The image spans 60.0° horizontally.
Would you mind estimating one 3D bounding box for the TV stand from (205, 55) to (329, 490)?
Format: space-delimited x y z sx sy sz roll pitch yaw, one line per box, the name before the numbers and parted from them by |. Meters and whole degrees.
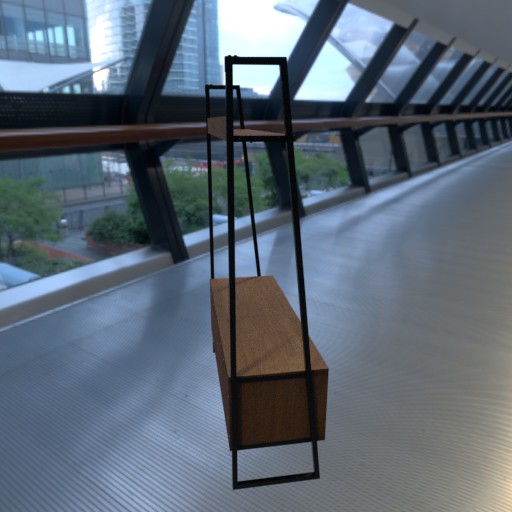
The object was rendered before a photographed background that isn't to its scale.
TV stand | 0.000 0.000 2.328 0.432 1.772 1.250 -3 17 -9
